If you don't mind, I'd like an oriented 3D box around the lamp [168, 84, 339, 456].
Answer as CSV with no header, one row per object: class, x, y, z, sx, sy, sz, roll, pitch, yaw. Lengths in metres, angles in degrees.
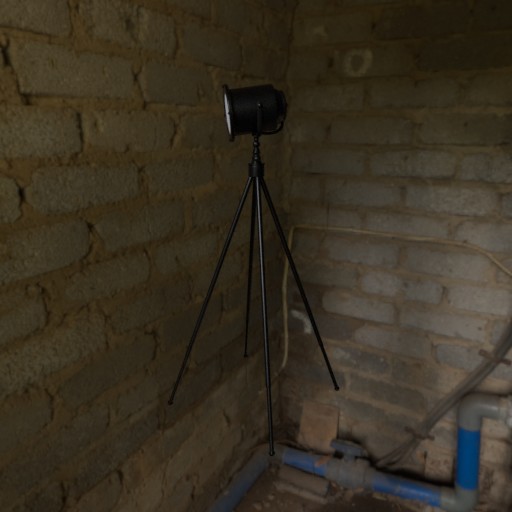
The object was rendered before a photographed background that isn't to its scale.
lamp,0.000,0.000,2.064,0.884,1.504,0.879,-2,16,-8
